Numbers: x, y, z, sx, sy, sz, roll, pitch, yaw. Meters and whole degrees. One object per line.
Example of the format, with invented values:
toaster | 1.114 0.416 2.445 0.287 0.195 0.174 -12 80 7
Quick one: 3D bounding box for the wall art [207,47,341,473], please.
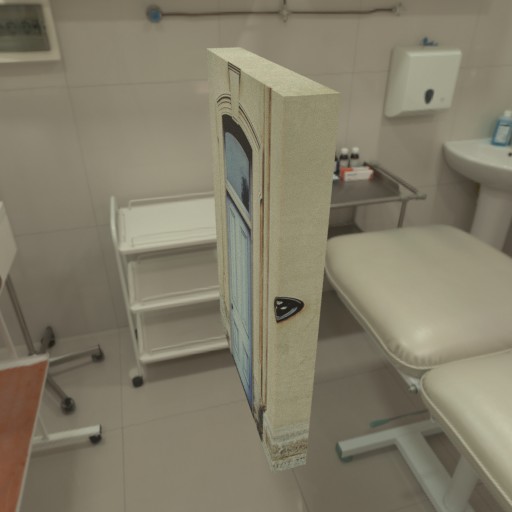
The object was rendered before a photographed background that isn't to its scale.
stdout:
wall art | 0.000 0.000 0.477 0.038 0.381 0.254 -9 32 -14
